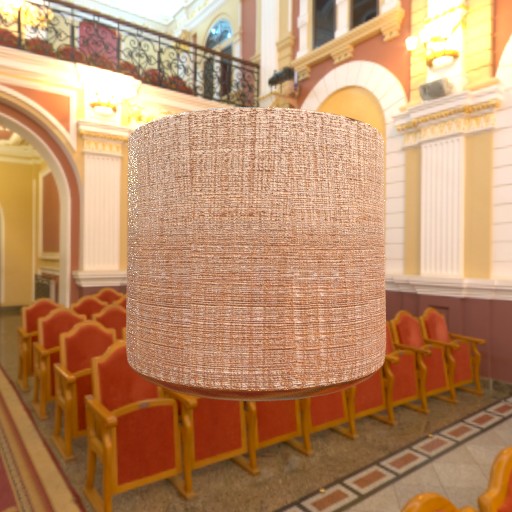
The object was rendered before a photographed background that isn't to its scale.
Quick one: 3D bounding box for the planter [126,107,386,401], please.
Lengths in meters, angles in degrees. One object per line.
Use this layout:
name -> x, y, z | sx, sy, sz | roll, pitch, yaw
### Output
planter -> 0.000, 0.000, 0.315 | 0.177, 0.157, 0.177 | 0, 1, 0
